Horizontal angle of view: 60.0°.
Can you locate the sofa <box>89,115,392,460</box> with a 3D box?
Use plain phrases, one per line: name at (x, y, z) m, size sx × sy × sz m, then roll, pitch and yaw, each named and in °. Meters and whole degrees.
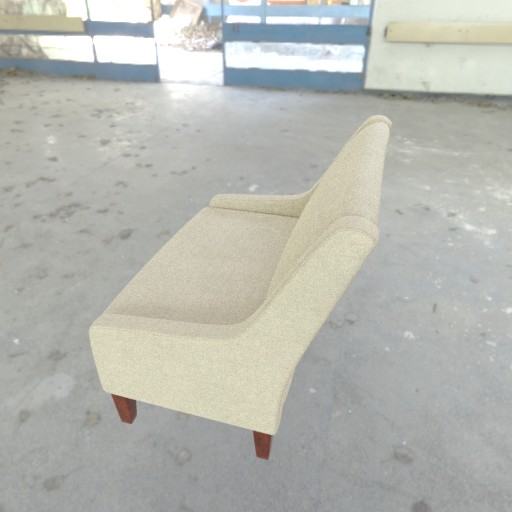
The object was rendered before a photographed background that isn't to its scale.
sofa at (0.000, 0.000, 1.877) m, size 0.946 × 0.976 × 1.212 m, roll 8°, pitch 31°, yaw 14°
